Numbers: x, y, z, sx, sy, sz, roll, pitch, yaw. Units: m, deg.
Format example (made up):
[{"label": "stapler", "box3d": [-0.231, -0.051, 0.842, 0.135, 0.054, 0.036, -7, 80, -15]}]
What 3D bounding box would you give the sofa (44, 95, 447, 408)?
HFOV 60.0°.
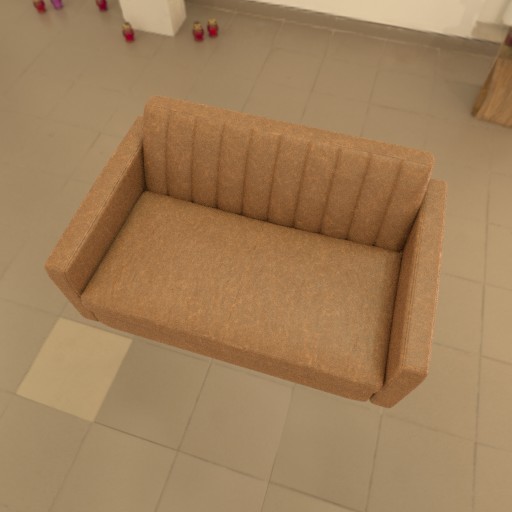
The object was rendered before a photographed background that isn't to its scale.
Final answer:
[{"label": "sofa", "box3d": [0.000, 0.000, 2.075, 1.549, 0.820, 0.960, 14, 60, 9]}]
